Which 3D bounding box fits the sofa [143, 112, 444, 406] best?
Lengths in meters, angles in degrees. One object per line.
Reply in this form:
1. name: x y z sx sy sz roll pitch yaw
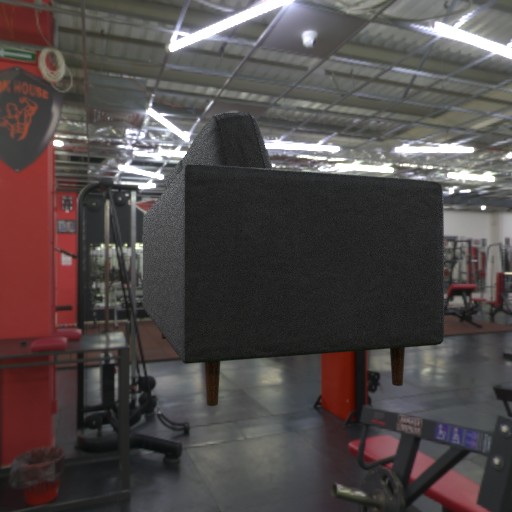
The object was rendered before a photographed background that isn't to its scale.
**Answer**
1. sofa: 0.000 0.000 1.981 0.879 0.899 1.430 0 -1 -19
